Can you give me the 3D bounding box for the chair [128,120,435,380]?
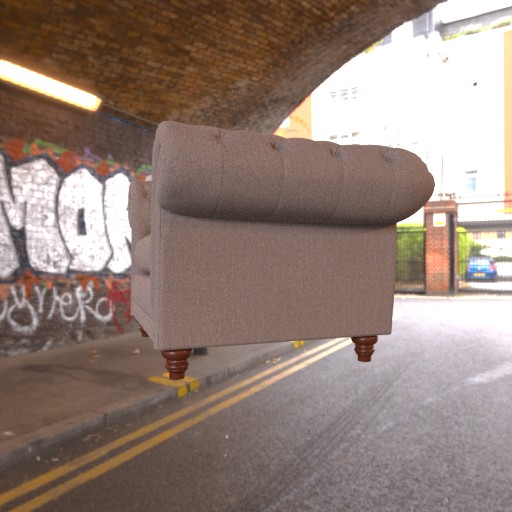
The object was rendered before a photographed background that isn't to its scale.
[{"bbox_3d":[0.000,0.000,1.902,0.976,0.770,1.270,0,-1,-20],"label":"chair"}]
